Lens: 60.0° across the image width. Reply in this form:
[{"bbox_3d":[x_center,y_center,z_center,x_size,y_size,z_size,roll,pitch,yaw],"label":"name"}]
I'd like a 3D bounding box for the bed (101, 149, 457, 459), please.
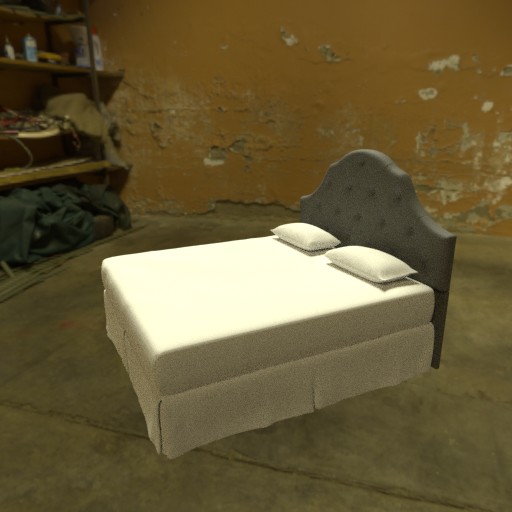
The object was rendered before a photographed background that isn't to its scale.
[{"bbox_3d":[0.000,0.000,3.573,2.214,1.615,2.008,-8,19,-26],"label":"bed"}]
